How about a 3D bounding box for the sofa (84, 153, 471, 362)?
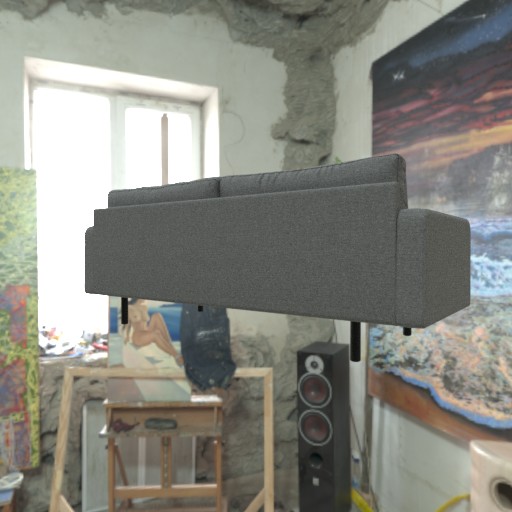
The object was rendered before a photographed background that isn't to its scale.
[{"bbox_3d":[0.000,0.000,2.641,2.200,0.880,0.880,1,1,36],"label":"sofa"}]
